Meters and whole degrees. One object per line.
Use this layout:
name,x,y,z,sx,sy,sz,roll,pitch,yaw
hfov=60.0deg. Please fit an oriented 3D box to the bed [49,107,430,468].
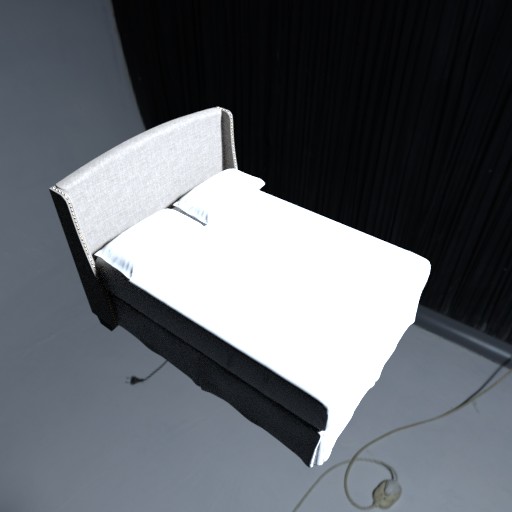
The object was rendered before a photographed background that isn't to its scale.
bed,0.000,0.000,3.369,2.237,1.407,1.710,26,47,27
